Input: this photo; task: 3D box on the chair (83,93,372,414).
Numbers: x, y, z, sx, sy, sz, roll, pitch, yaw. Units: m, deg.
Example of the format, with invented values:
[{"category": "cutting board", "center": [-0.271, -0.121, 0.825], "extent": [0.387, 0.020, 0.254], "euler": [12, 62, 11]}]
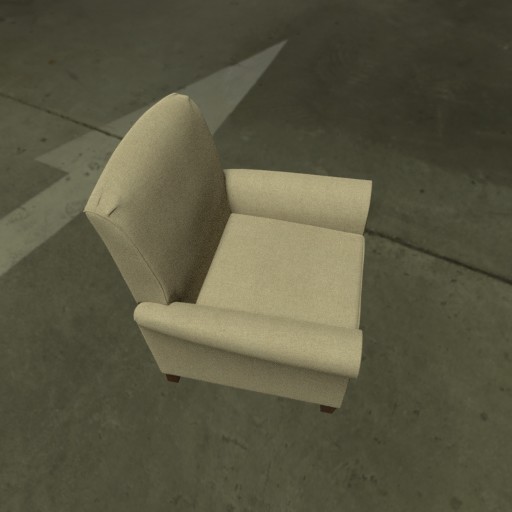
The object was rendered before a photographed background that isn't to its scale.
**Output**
[{"category": "chair", "center": [0.000, 0.000, 1.813], "extent": [0.905, 1.061, 0.978], "euler": [9, 47, 8]}]
